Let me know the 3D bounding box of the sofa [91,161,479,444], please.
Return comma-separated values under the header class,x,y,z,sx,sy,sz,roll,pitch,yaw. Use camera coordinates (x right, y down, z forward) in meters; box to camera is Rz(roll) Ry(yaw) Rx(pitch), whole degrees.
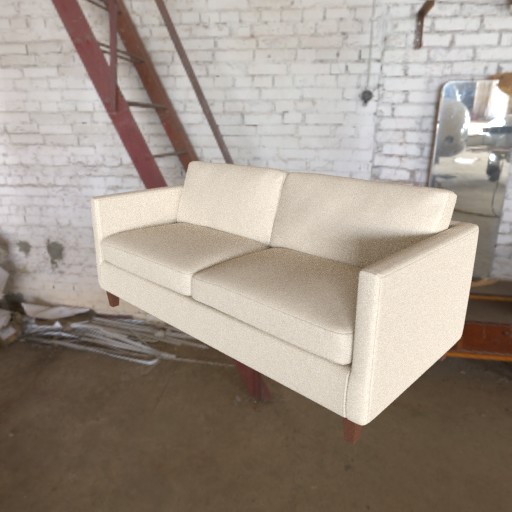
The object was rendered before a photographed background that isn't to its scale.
class,x,y,z,sx,sy,sz,roll,pitch,yaw
sofa,0.000,0.000,2.440,1.981,0.889,0.965,16,24,41
